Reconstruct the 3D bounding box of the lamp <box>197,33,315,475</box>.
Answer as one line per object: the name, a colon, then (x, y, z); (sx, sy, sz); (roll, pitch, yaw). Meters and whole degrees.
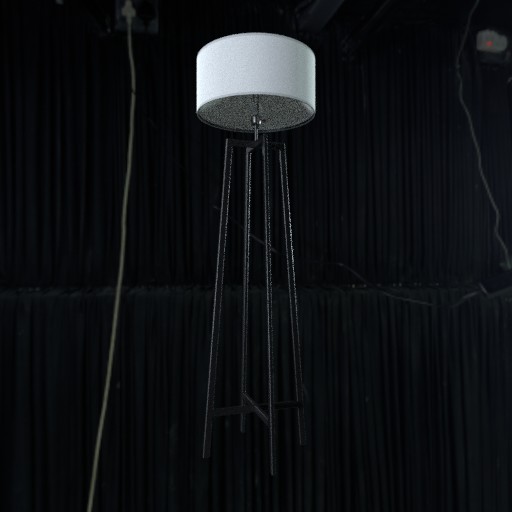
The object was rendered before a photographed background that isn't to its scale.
lamp: (0.000, 0.000, 1.727); (0.456, 1.510, 0.457); (0, 0, -17)
